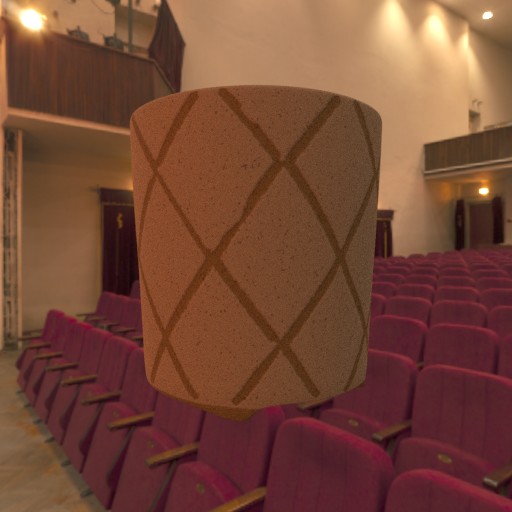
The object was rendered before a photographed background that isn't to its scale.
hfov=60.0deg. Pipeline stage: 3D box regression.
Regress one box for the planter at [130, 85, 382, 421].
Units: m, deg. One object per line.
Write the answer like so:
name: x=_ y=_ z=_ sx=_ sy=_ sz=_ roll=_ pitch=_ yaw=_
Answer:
planter: x=0.000 y=0.000 z=0.349 sx=0.191 sy=0.199 sz=0.191 roll=0 pitch=1 yaw=0
